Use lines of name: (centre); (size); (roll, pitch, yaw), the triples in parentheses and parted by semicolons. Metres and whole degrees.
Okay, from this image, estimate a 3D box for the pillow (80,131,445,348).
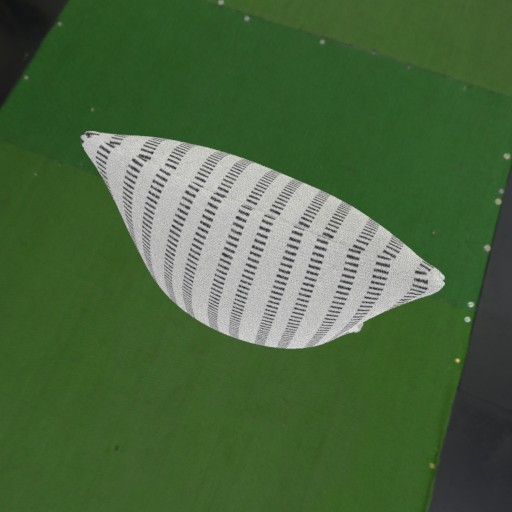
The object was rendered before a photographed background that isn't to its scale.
pillow: (0.000, 0.000, 0.678); (0.438, 0.419, 0.247); (23, 76, 6)
